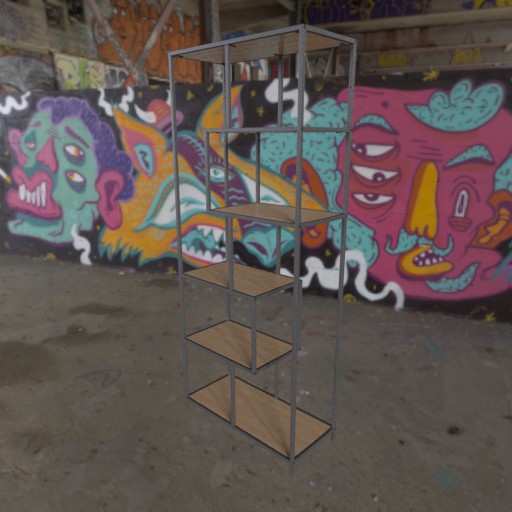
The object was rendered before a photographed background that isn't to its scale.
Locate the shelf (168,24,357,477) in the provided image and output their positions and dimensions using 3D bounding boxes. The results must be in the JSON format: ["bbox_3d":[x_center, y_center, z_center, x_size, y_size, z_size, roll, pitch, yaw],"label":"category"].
[{"bbox_3d":[0.000,0.000,2.128,0.770,1.850,0.350,14,20,41],"label":"shelf"}]
